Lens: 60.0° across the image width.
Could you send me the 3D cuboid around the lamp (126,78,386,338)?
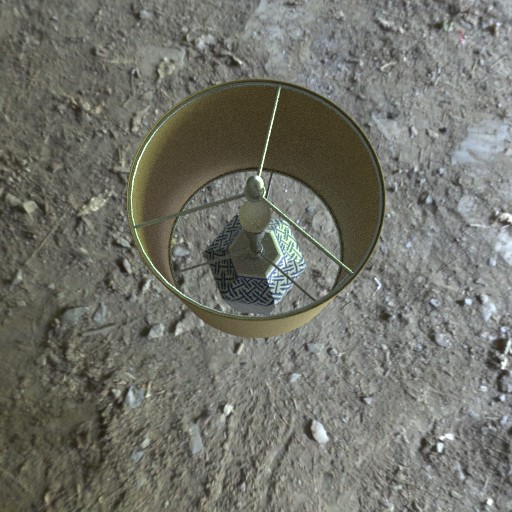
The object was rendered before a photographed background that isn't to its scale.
[{"bbox_3d":[0.000,0.000,0.857,0.320,0.682,0.320,41,79,10],"label":"lamp"}]
